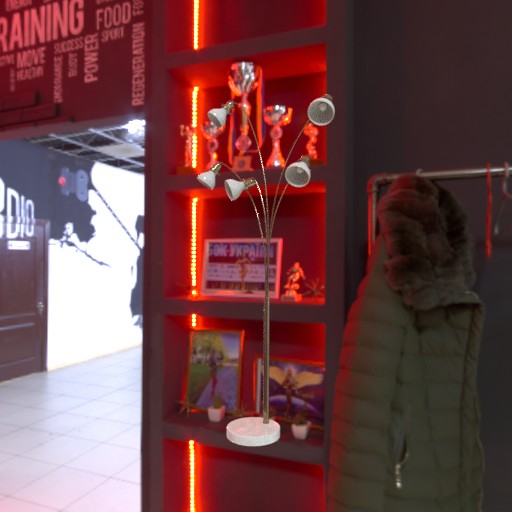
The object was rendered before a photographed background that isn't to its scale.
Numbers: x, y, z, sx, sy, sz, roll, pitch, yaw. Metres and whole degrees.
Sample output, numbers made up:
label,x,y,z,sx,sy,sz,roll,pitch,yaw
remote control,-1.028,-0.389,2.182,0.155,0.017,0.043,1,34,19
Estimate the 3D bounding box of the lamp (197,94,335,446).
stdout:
label,x,y,z,sx,sy,sz,roll,pitch,yaw
lamp,0.000,0.000,2.986,0.361,2.423,1.405,1,-1,-36
